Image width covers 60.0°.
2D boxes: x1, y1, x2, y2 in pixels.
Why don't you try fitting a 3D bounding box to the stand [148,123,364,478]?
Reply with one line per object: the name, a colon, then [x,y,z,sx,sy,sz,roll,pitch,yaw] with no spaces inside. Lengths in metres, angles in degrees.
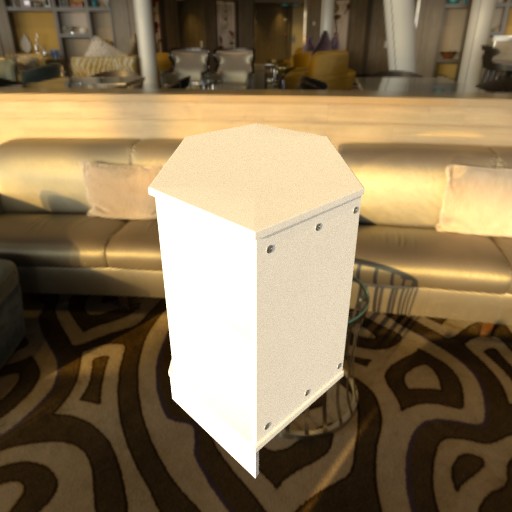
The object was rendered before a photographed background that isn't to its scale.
stand: [0.000,0.000,1.360,0.477,0.614,1.072,0,26,0]
